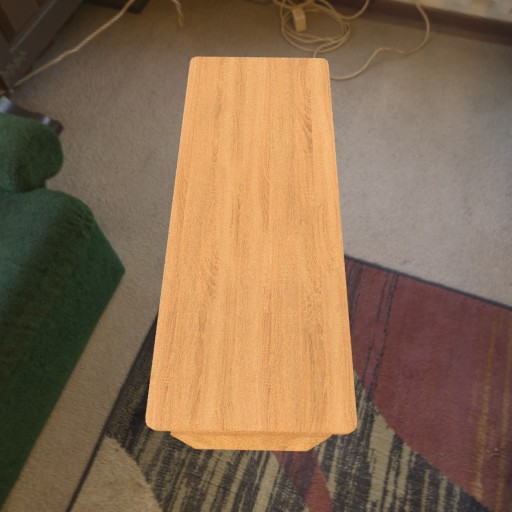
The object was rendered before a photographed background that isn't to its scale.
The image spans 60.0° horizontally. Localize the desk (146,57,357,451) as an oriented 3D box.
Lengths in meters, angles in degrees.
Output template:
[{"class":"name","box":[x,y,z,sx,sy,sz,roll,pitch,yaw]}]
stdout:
[{"class":"desk","box":[0.000,0.000,1.795,0.550,0.760,1.400,1,63,0]}]
